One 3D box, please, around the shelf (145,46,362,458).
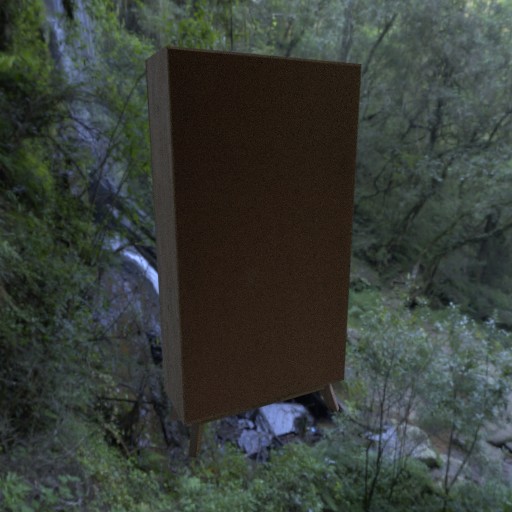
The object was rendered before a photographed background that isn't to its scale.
[{"bbox_3d":[0.000,0.000,1.812,0.748,1.471,0.308,-7,16,-26],"label":"shelf"}]
